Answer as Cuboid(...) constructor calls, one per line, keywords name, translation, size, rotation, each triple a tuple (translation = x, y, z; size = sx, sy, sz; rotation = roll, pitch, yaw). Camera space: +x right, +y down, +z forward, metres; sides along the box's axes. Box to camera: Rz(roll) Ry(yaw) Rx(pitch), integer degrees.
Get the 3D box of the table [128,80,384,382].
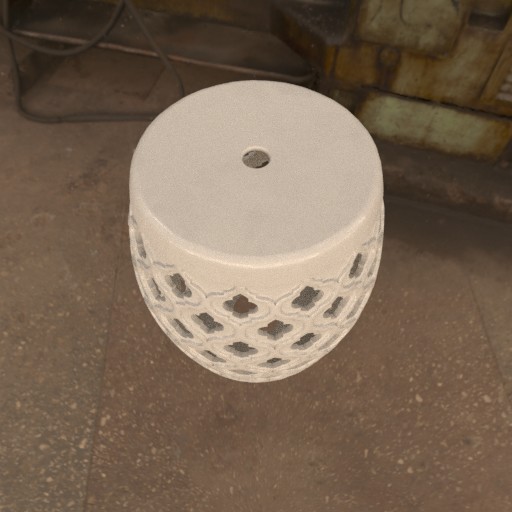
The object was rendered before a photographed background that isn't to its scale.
Cuboid(name="table", translation=(0.000, 0.000, 0.622), size=(0.325, 0.388, 0.325), rotation=(0, 58, 0))
